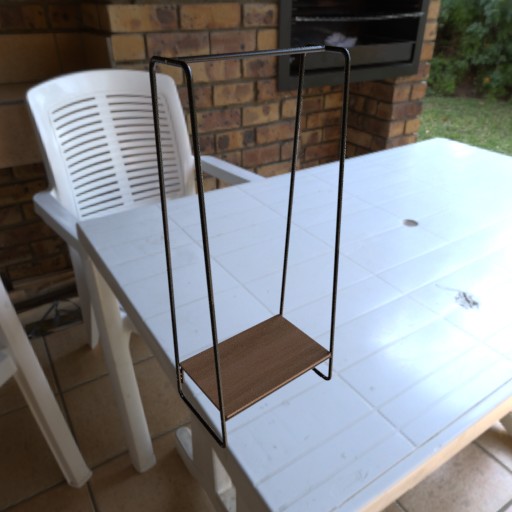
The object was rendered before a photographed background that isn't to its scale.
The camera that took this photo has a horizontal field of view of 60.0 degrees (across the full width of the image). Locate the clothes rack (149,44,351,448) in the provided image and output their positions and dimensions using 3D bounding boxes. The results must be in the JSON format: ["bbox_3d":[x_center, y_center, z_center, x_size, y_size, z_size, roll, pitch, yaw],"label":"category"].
[{"bbox_3d":[0.000,0.000,1.778,0.640,1.500,0.400,-21,36,-32],"label":"clothes rack"}]
